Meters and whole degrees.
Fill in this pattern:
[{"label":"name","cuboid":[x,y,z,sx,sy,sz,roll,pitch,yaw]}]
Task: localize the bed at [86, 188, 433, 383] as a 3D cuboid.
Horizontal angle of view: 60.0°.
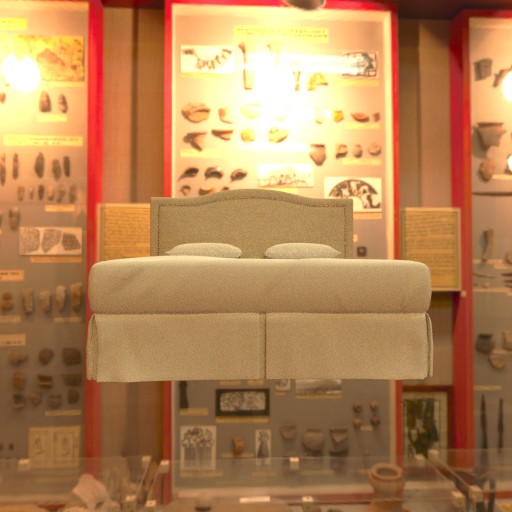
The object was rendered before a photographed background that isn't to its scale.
[{"label":"bed","cuboid":[0.000,0.000,3.517,2.083,1.421,2.182,0,-1,-2]}]
